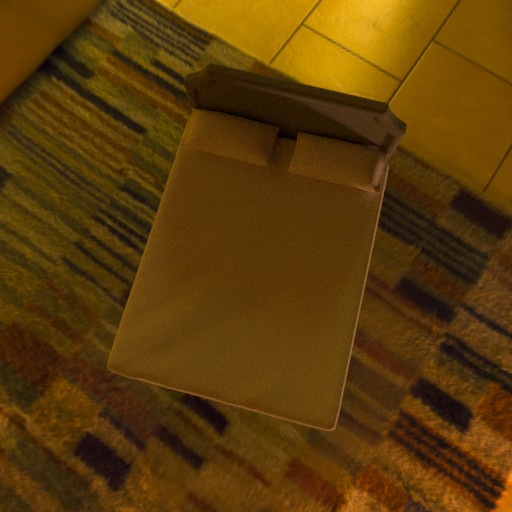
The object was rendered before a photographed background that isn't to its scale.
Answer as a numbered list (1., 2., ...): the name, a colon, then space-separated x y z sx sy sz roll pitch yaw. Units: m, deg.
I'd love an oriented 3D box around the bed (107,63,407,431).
1. bed: 0.000 0.000 3.678 1.977 1.306 2.464 14 76 4
